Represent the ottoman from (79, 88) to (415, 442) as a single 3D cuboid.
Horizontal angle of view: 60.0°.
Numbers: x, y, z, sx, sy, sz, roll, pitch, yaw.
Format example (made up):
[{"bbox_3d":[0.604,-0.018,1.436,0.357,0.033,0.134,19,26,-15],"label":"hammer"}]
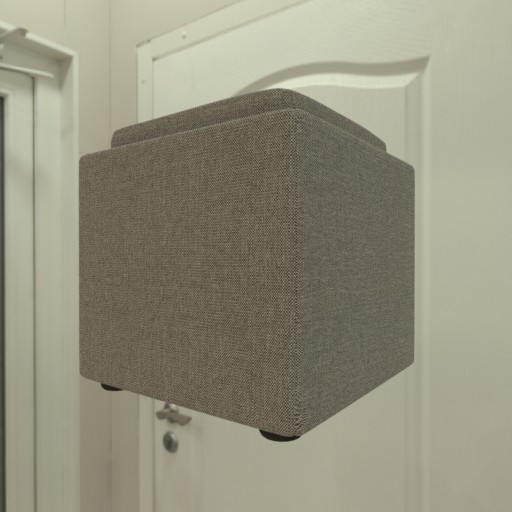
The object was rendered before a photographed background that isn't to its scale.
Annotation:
[{"bbox_3d":[0.000,0.000,0.815,0.450,0.460,0.450,0,0,36],"label":"ottoman"}]
